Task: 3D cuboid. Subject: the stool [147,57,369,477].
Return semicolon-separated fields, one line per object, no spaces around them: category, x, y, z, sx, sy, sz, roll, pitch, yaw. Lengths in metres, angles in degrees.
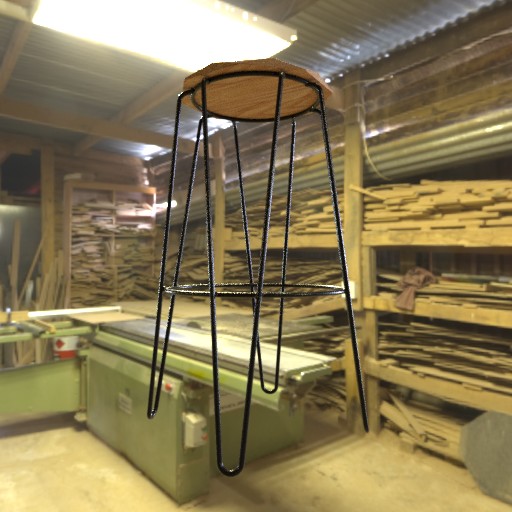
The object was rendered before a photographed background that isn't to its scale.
stool;0.000;0.000;0.805;0.326;0.610;0.326;1;-1;-35
